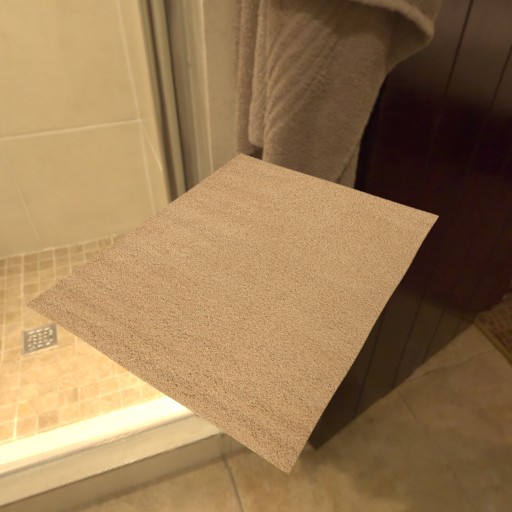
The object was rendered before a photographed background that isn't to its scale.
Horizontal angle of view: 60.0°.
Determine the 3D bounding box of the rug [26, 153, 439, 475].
[{"bbox_3d":[0.000,0.000,3.975,2.400,0.026,3.000,23,46,24],"label":"rug"}]
